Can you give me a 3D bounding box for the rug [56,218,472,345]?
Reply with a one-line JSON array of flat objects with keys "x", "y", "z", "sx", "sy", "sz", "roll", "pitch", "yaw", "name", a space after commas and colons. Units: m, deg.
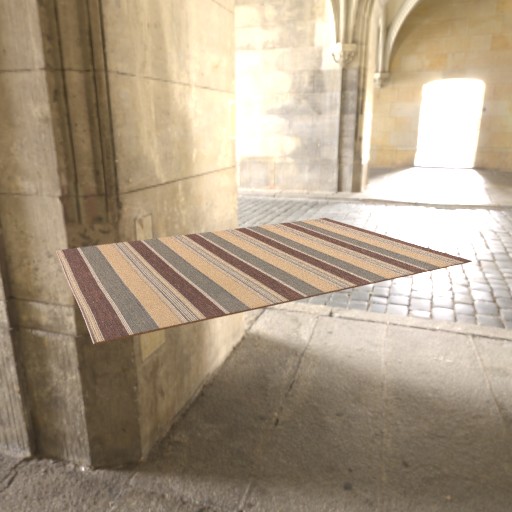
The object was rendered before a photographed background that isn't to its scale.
[{"x": 0.000, "y": 0.000, "z": 2.326, "sx": 1.829, "sy": 0.008, "sz": 1.219, "roll": -9, "pitch": 19, "yaw": -27, "name": "rug"}]
